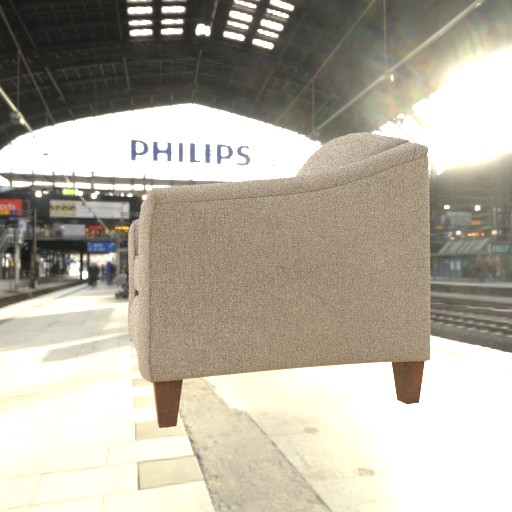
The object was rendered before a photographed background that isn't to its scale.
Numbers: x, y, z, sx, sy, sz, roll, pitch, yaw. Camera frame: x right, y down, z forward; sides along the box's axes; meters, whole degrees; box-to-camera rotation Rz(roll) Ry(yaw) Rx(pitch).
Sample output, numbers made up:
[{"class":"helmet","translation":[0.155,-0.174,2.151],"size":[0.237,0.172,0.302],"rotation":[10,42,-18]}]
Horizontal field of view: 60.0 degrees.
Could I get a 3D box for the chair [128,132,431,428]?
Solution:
[{"class":"chair","translation":[0.000,0.000,1.458],"size":[0.787,0.839,0.763],"rotation":[0,-2,-18]}]
